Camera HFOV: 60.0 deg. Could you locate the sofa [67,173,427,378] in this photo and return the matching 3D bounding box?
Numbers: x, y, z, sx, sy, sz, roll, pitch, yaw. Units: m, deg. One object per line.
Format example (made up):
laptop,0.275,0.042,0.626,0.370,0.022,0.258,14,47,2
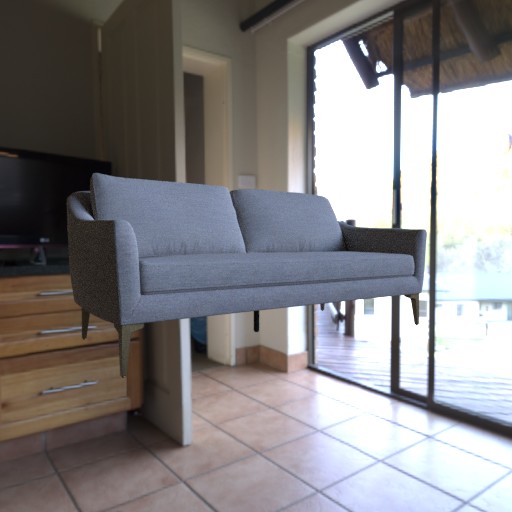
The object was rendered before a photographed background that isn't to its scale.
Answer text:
sofa,0.000,0.000,2.663,2.036,0.913,0.980,-1,2,-35
